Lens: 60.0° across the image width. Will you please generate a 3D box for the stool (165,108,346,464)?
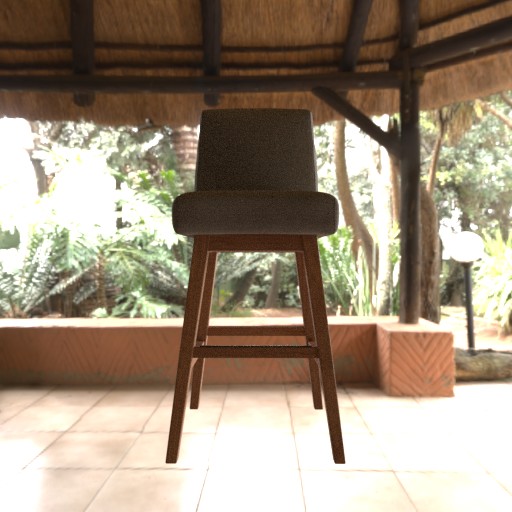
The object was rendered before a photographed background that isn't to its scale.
[{"bbox_3d":[0.000,0.000,1.428,0.483,1.112,0.570,0,0,0],"label":"stool"}]
